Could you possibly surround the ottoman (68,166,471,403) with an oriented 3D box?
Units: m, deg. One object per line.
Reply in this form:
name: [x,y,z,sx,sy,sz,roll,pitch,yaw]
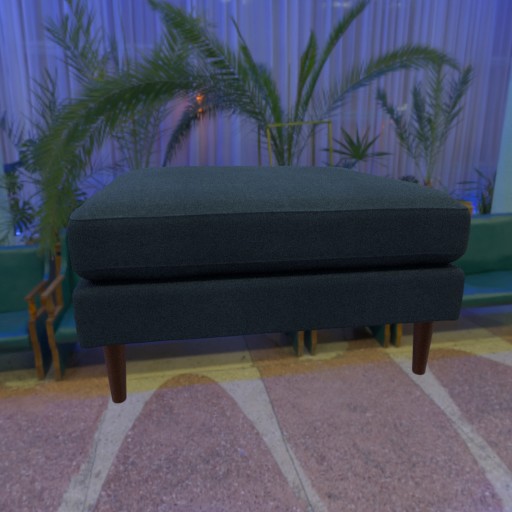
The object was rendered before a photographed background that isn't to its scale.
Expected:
ottoman: [0.000,0.000,1.222,0.821,0.474,0.693,-3,16,-9]
